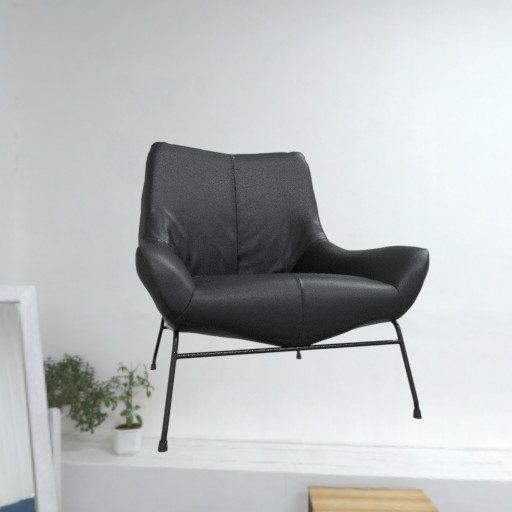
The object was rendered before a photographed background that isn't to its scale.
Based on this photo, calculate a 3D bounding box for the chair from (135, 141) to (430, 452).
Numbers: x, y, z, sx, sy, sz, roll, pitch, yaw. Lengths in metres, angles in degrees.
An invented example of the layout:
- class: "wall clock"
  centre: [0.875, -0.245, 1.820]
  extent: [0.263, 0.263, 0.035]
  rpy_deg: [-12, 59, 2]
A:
- class: "chair"
  centre: [0.000, 0.000, 1.541]
  extent: [0.836, 0.922, 0.826]
  rpy_deg: [0, 0, -17]
